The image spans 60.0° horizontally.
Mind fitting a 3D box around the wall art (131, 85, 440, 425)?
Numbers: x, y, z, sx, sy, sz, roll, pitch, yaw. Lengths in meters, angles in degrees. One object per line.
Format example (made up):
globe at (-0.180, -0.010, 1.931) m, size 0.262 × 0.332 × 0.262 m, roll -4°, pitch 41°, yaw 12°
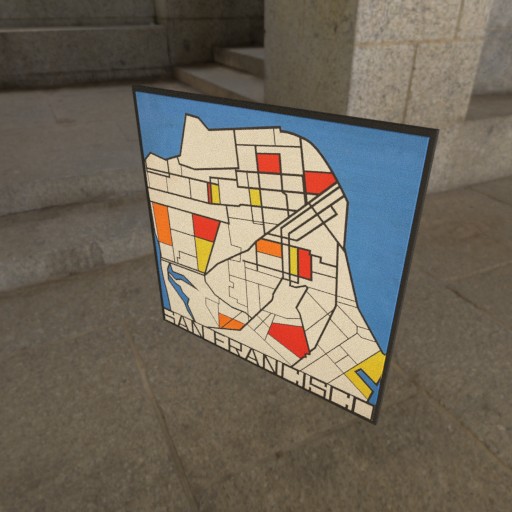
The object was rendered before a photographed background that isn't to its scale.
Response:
wall art at (0.000, 0.000, 0.996) m, size 0.664 × 0.663 × 0.015 m, roll 19°, pitch 36°, yaw 29°
